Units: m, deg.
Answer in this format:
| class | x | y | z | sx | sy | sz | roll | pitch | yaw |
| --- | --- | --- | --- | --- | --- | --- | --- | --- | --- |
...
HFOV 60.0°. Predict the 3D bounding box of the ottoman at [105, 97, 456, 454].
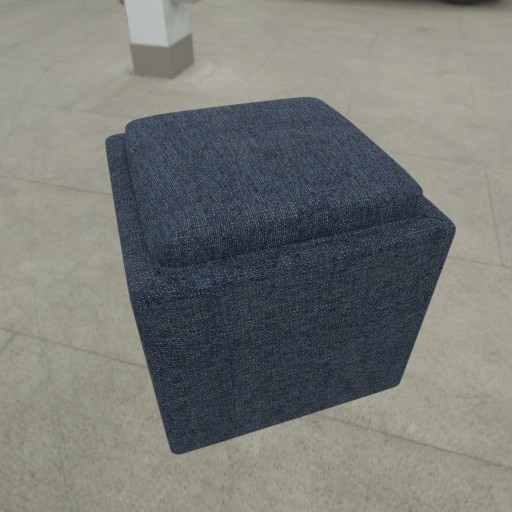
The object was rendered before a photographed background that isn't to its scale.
| class | x | y | z | sx | sy | sz | roll | pitch | yaw |
| --- | --- | --- | --- | --- | --- | --- | --- | --- | --- |
| ottoman | 0.000 | 0.000 | 0.826 | 0.450 | 0.460 | 0.450 | -12 | 42 | -14 |
